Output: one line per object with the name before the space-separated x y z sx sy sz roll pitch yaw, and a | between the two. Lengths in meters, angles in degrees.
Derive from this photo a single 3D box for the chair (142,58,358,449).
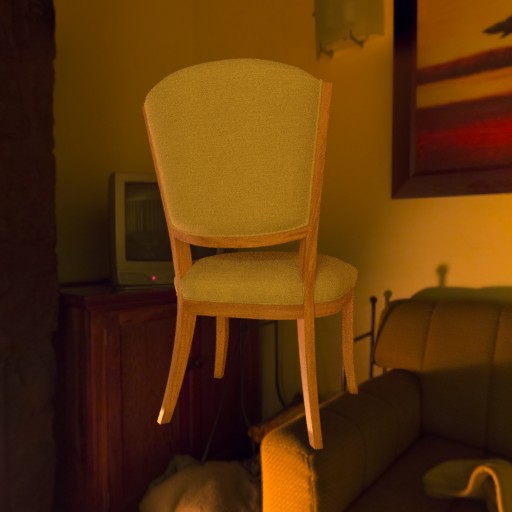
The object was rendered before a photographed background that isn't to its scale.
chair | 0.000 0.000 1.273 0.513 0.905 0.584 1 2 20
